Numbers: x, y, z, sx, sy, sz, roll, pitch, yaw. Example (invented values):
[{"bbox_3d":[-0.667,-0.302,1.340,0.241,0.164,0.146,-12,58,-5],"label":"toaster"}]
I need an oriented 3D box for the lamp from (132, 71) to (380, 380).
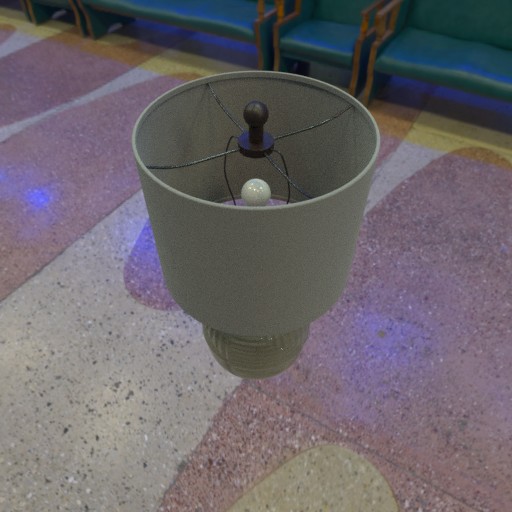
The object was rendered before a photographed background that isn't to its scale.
[{"bbox_3d":[0.000,0.000,0.760,0.318,0.567,0.318,0,48,0],"label":"lamp"}]
